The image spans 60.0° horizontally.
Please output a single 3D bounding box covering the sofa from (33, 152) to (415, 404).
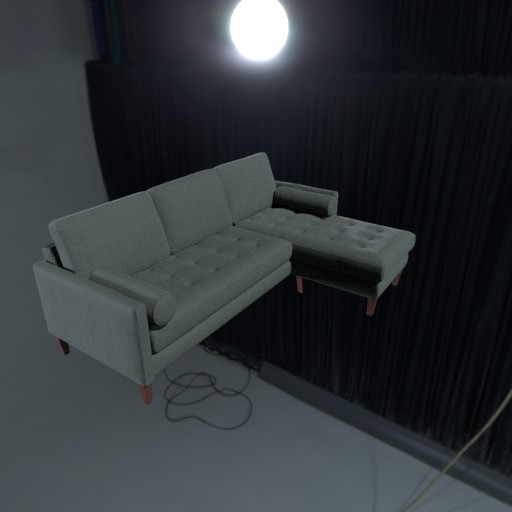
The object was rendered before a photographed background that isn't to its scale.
[{"bbox_3d":[0.000,0.000,2.918,1.506,0.876,2.178,17,30,31],"label":"sofa"}]
